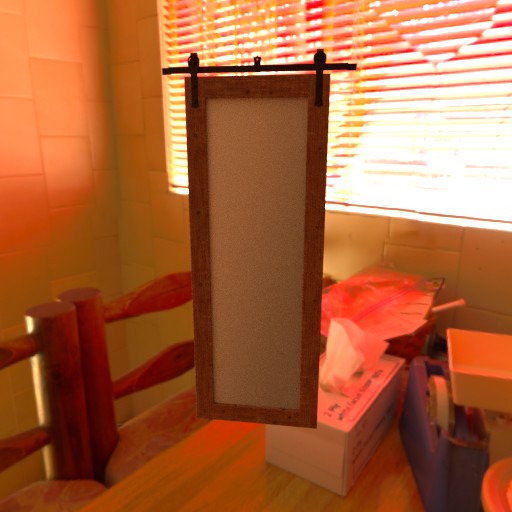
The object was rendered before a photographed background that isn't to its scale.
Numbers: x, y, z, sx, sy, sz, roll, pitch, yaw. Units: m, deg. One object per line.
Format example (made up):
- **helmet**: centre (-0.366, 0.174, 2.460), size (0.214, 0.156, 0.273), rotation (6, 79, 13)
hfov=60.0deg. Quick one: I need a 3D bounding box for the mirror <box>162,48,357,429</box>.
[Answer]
- **mirror**: centre (0.000, 0.000, 2.099), size (0.847, 1.793, 0.042), rotation (2, 15, 8)
